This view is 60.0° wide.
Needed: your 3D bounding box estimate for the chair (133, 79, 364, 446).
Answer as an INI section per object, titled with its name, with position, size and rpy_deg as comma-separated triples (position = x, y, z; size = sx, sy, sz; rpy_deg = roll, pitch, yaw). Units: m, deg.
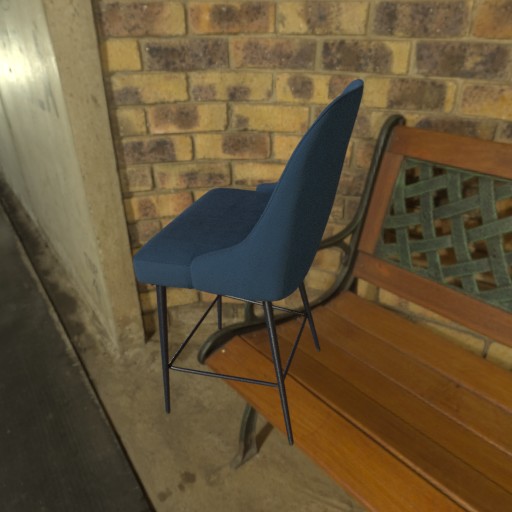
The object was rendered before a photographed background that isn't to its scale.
[chair]
position = 0.000, 0.000, 1.247
size = 0.489, 0.927, 0.526
rpy_deg = 9, 30, 16
